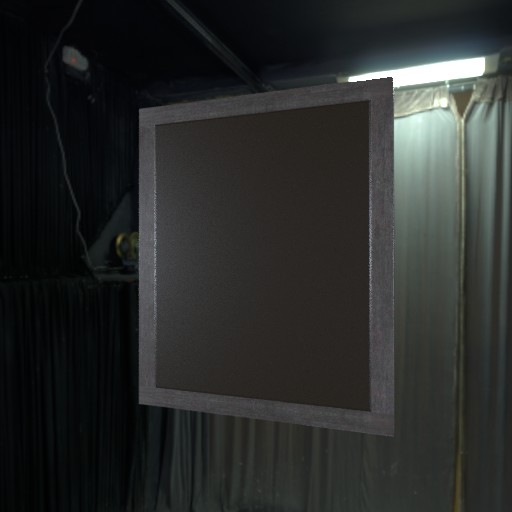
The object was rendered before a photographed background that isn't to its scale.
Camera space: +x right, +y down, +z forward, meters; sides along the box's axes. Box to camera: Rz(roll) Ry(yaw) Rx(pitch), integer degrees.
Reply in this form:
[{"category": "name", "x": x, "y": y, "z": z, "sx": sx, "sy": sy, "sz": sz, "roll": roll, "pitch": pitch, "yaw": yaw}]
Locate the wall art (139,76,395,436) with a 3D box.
[{"category": "wall art", "x": 0.000, "y": 0.000, "z": 0.805, "sx": 0.479, "sy": 0.580, "sz": 0.027, "roll": 0, "pitch": 0, "yaw": 19}]
